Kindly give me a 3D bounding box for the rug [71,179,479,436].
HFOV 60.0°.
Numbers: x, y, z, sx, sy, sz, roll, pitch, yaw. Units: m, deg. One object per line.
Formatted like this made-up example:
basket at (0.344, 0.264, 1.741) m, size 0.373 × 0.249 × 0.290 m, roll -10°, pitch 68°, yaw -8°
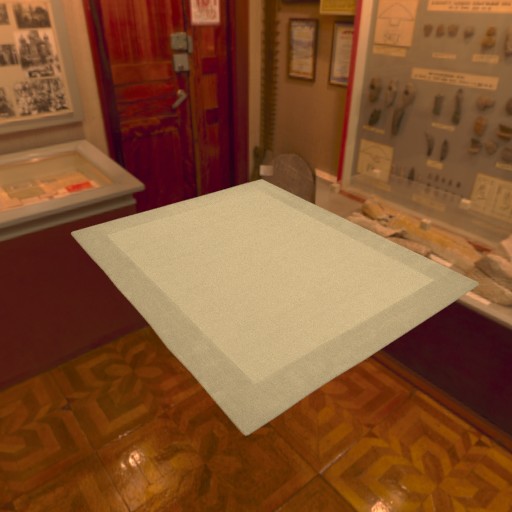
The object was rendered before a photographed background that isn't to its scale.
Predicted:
rug at (0.000, 0.000, 4.067) m, size 2.430 × 0.018 × 2.976 m, roll -21°, pitch 37°, yaw -31°
